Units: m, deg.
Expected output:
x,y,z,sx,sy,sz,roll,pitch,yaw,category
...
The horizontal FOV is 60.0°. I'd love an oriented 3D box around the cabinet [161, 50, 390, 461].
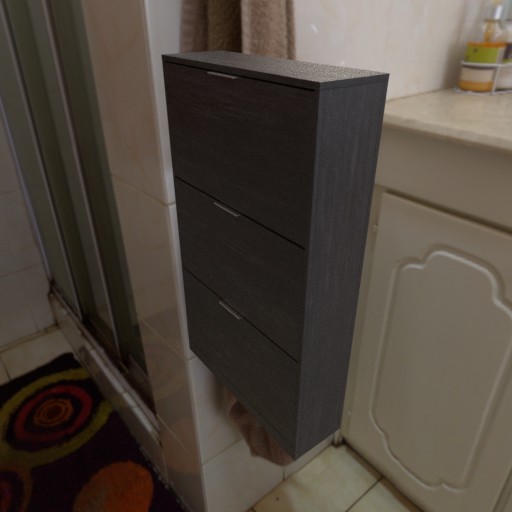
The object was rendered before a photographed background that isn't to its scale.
x,y,z,sx,sy,sz,roll,pitch,yaw,category
0.000,0.000,1.591,0.250,1.280,0.750,-21,36,-32,cabinet
